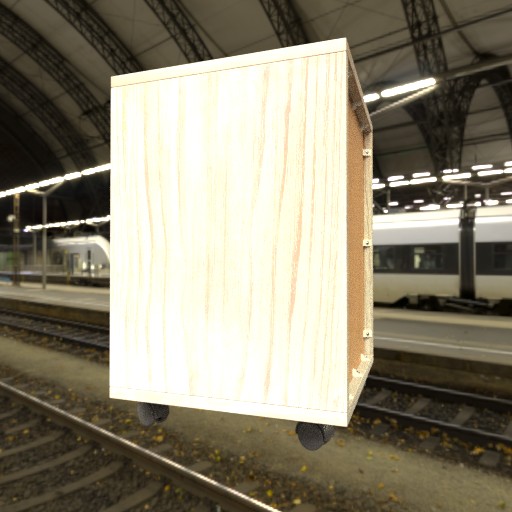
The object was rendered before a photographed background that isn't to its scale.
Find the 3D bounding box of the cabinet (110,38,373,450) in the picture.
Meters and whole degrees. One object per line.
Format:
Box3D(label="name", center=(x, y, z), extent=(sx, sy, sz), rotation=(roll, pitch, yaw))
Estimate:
Box3D(label="cabinet", center=(0.000, 0.000, 0.850), extent=(0.401, 0.579, 0.409), rotation=(0, -1, 19))
